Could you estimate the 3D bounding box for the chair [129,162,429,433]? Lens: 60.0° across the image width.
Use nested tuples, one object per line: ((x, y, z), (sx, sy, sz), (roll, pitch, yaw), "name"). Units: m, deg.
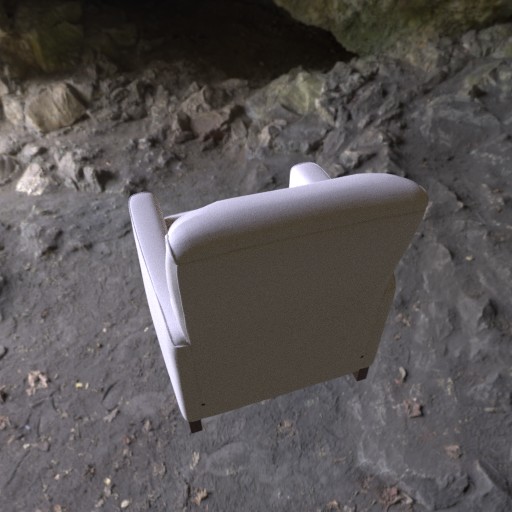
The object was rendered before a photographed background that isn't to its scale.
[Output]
((0.000, 0.000, 1.663), (0.841, 1.028, 0.858), (-13, 44, -14), "chair")
